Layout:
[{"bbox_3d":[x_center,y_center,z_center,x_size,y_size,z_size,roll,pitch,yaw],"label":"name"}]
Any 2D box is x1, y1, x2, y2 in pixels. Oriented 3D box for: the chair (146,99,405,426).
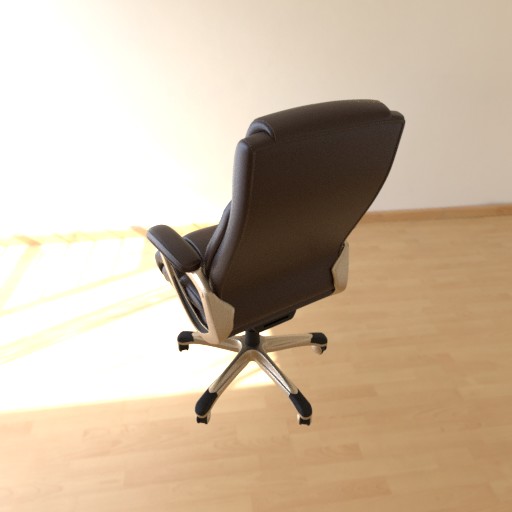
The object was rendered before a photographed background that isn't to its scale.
[{"bbox_3d":[0.000,0.000,1.613,0.692,1.194,0.749,-18,36,-28],"label":"chair"}]
